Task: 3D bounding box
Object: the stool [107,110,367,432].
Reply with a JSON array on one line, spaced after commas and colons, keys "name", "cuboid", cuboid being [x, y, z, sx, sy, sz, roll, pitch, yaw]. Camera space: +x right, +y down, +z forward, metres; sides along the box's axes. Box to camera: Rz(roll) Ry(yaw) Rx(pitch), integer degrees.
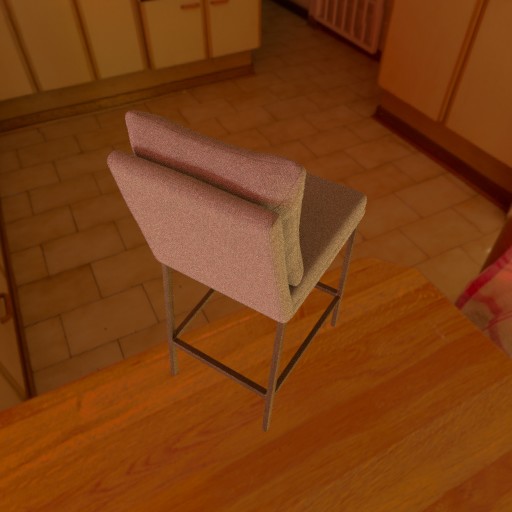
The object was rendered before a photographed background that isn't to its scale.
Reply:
[{"name": "stool", "cuboid": [0.000, 0.000, 1.370, 0.463, 1.031, 0.569, 24, 51, 22]}]
